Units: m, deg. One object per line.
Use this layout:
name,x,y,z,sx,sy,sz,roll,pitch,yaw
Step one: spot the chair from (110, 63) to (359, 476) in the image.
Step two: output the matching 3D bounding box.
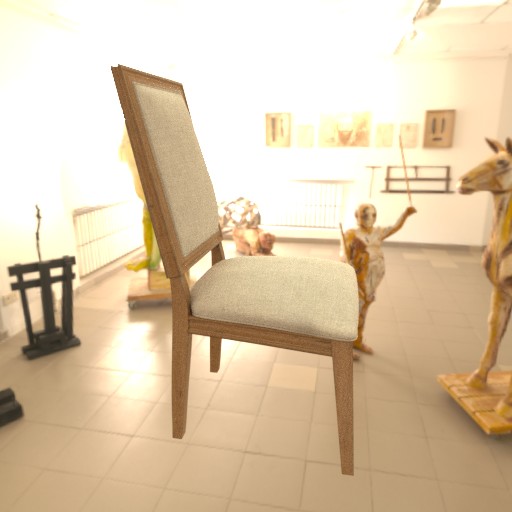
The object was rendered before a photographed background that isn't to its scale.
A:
chair,0.000,0.000,1.281,0.601,0.988,0.536,3,16,11
